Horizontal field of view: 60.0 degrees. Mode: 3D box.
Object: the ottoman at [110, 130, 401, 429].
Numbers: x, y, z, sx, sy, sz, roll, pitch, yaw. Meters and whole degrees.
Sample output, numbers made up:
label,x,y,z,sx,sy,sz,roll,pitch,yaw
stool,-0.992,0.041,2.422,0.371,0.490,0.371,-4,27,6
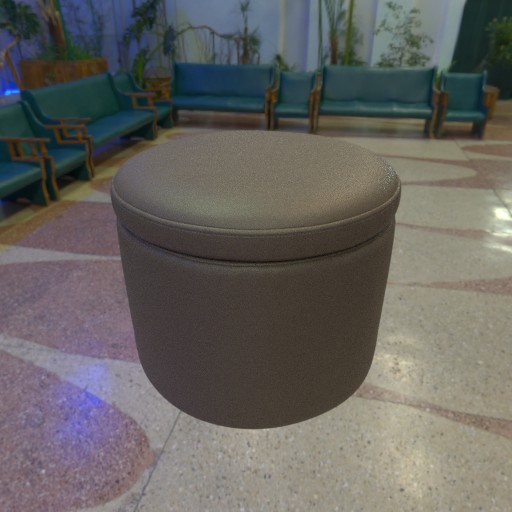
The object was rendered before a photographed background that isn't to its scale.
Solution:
label,x,y,z,sx,sy,sz,roll,pitch,yaw
ottoman,0.000,0.000,0.865,0.500,0.409,0.500,0,29,0
